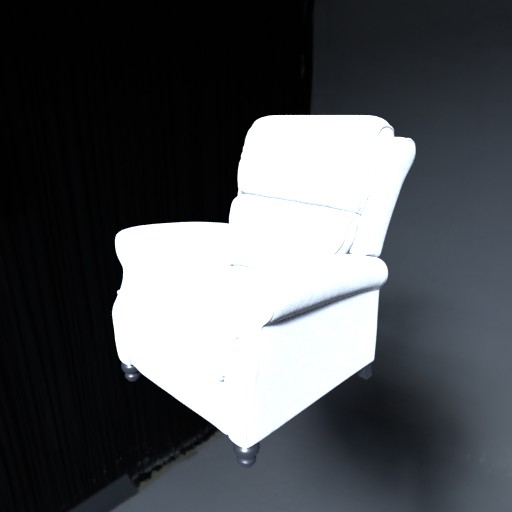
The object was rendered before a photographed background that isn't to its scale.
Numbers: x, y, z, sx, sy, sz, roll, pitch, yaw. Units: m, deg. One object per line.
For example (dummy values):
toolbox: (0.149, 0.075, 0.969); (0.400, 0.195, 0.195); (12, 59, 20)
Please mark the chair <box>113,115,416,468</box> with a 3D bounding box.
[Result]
chair: (0.000, 0.000, 1.729); (0.859, 1.046, 0.919); (16, 24, 42)
